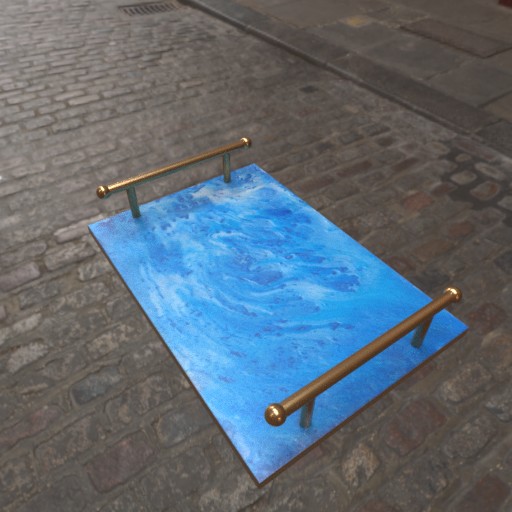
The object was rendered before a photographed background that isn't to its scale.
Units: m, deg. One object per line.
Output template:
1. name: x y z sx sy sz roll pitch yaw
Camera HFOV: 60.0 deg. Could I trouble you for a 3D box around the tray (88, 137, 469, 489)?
1. tray: 0.000 0.000 0.573 0.304 0.084 0.444 -26 49 -25
